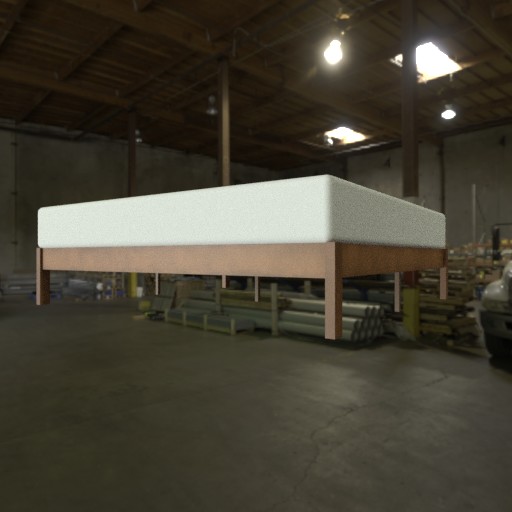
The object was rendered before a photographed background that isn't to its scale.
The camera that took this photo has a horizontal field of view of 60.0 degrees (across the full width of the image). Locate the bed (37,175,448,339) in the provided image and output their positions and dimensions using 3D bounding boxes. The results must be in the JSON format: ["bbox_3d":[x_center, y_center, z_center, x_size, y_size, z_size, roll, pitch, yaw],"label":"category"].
[{"bbox_3d":[0.000,0.000,3.009,2.049,0.616,1.930,0,0,35],"label":"bed"}]
